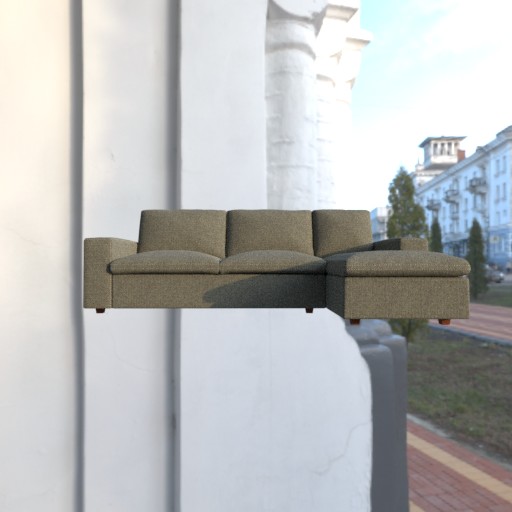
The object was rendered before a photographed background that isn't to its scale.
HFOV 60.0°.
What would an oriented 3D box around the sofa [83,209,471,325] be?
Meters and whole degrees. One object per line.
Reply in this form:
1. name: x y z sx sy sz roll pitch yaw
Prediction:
1. sofa: 0.000 0.000 3.621 2.718 0.940 1.689 0 -1 0
